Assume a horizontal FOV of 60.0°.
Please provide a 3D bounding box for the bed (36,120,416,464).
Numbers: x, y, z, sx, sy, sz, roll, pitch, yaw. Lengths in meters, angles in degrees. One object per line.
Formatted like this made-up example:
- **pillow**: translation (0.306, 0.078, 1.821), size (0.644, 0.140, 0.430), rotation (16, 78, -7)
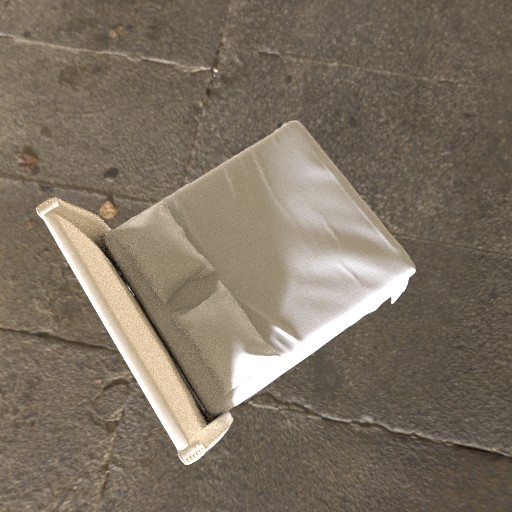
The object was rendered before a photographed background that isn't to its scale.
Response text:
- **bed**: translation (0.000, 0.000, 3.509), size (2.276, 1.332, 1.925), rotation (-33, 77, -9)
